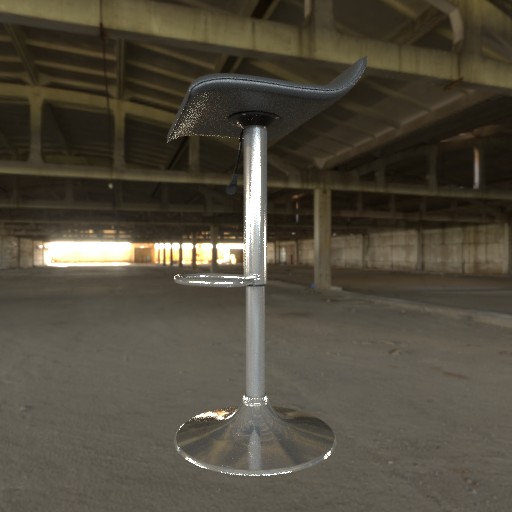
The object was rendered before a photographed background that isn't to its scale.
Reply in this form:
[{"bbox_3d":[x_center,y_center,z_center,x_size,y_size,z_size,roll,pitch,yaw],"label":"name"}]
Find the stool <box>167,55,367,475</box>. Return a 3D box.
[{"bbox_3d":[0.000,0.000,1.049,0.381,0.851,0.381,0,0,-18],"label":"stool"}]
